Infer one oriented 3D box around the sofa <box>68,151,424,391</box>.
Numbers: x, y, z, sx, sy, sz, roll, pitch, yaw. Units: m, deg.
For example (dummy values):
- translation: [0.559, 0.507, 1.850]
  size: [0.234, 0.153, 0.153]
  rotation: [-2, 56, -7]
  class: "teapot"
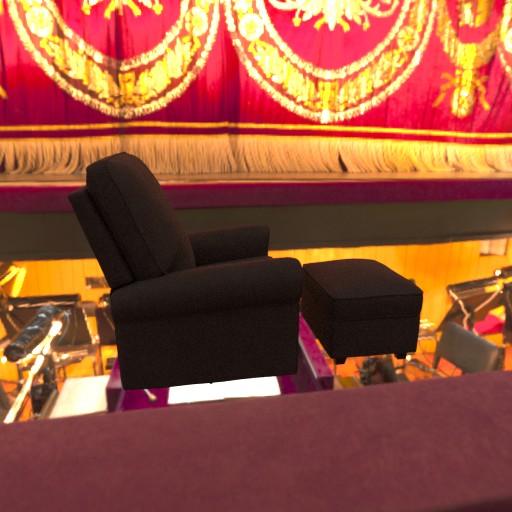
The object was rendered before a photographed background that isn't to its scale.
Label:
- translation: [0.000, 0.000, 2.108]
  size: [1.478, 0.959, 0.880]
  rotation: [-3, 16, -9]
  class: "sofa"
